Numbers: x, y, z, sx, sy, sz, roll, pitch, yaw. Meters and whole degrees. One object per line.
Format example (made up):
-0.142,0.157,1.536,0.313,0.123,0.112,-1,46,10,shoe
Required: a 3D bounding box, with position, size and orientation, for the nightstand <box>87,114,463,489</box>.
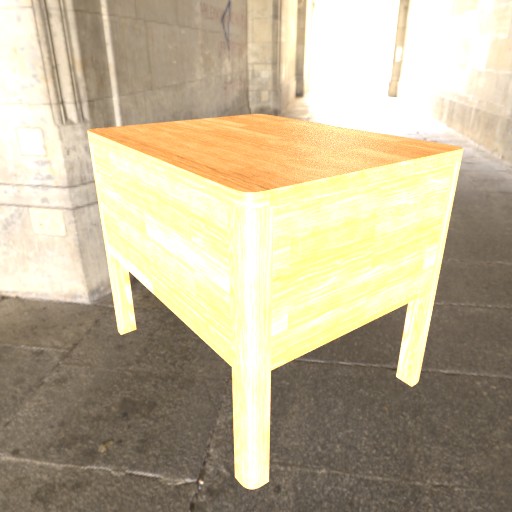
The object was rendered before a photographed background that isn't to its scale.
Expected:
0.000,0.000,0.899,0.440,0.470,0.560,-17,30,-33,nightstand
